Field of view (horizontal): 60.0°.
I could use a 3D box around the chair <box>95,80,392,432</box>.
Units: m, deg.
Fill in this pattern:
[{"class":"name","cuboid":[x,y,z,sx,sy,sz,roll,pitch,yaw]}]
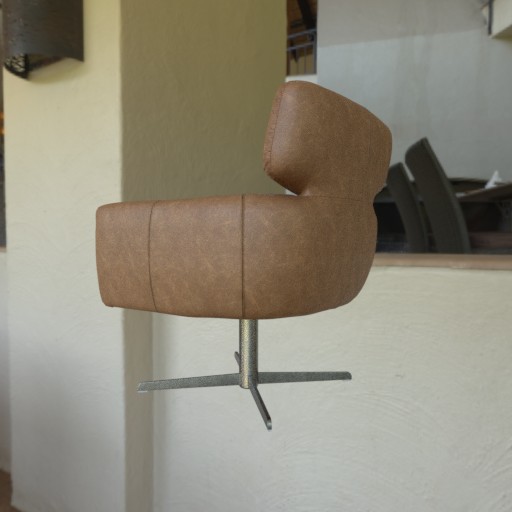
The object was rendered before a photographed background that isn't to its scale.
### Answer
[{"class":"chair","cuboid":[0.000,0.000,1.350,0.715,0.812,0.706,1,2,35]}]
